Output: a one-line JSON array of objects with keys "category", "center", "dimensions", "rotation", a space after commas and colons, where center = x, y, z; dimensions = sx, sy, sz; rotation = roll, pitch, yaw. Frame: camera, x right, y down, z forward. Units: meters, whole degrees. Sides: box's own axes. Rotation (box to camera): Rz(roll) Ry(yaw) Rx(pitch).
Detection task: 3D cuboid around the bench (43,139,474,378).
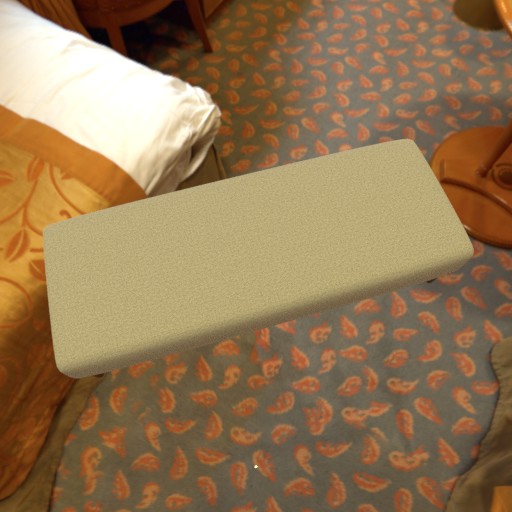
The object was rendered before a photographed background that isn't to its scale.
[{"category": "bench", "center": [0.000, 0.000, 1.868], "dimensions": [1.598, 0.383, 0.631], "rotation": [-15, 65, -7]}]
